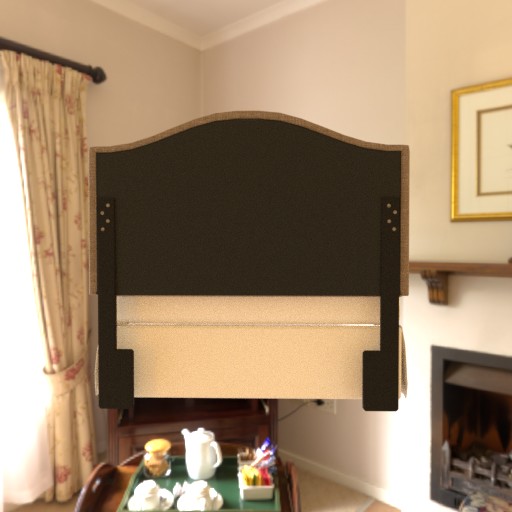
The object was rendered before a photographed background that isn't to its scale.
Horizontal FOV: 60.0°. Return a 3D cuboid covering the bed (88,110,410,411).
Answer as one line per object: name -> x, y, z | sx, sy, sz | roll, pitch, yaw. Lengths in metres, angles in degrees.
bed -> 0.000, 0.000, 3.299 | 1.713, 1.518, 2.153 | 0, 1, 1
